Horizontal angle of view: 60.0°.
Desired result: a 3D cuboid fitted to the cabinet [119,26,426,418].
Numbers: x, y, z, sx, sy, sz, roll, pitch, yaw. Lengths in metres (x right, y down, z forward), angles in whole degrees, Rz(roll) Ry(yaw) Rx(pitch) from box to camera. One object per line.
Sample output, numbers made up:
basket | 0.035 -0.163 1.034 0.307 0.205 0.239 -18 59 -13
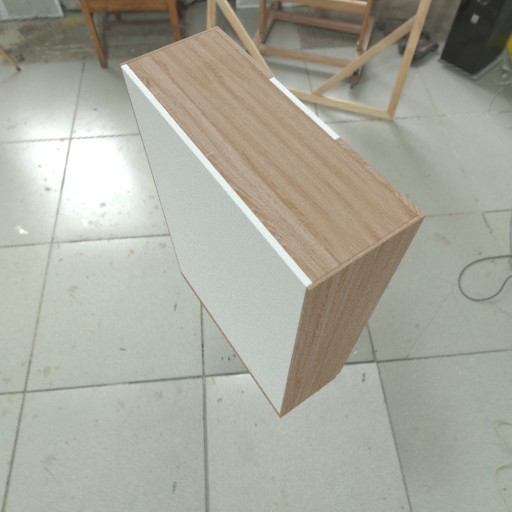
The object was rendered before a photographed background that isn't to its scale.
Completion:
cabinet | 0.000 0.000 2.834 0.590 2.120 1.500 -30 63 -17
